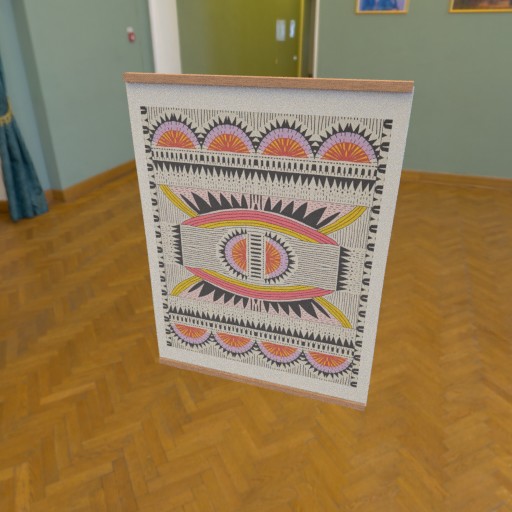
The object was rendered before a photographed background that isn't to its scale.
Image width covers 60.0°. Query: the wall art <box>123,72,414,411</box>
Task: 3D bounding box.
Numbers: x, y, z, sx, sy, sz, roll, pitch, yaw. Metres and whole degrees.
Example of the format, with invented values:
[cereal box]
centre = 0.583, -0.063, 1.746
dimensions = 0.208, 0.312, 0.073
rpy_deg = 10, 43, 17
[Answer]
[wall art]
centre = 0.000, 0.000, 1.350
dimensions = 0.765, 1.016, 0.028
rpy_deg = 8, 28, 16
